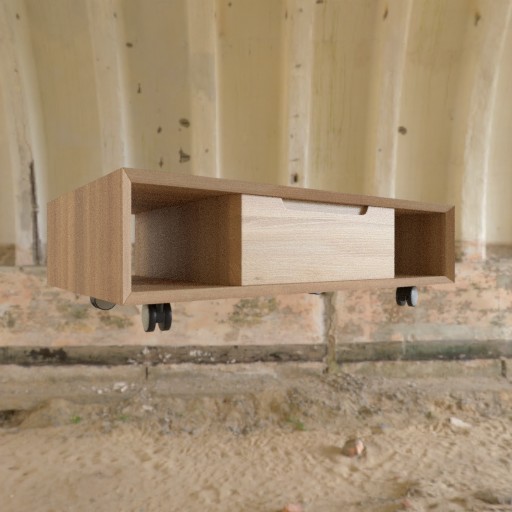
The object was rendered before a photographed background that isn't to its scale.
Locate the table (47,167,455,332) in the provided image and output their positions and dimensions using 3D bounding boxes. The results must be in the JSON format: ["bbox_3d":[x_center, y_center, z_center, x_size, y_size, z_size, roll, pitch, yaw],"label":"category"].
[{"bbox_3d":[0.000,0.000,1.416,1.100,0.330,0.700,0,0,-36],"label":"table"}]
